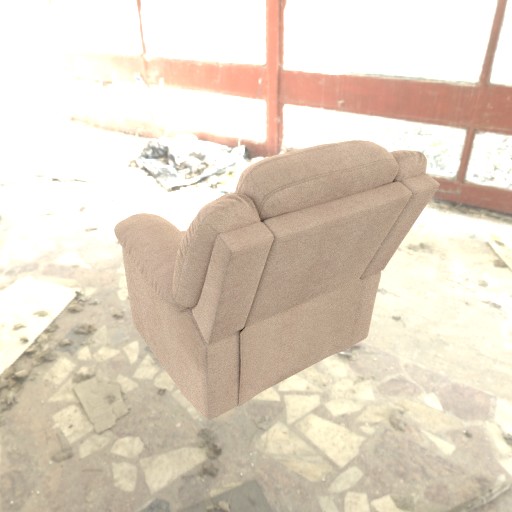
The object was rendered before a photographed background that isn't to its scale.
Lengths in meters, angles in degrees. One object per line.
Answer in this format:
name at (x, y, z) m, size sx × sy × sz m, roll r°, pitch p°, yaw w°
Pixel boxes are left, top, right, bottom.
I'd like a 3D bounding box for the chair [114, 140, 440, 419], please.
chair at (0.000, 0.000, 1.736) m, size 0.899 × 1.008 × 0.944 m, roll -19°, pitch 34°, yaw -30°
